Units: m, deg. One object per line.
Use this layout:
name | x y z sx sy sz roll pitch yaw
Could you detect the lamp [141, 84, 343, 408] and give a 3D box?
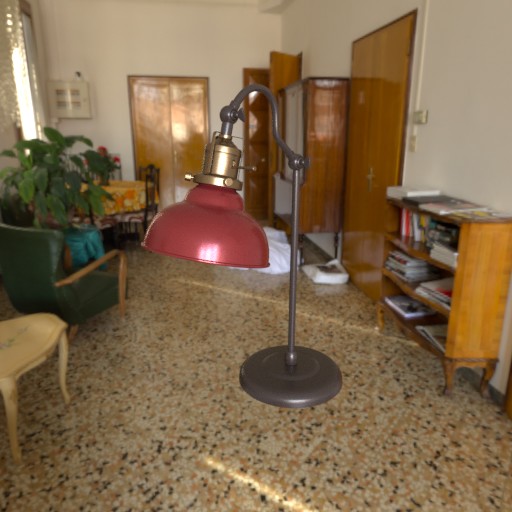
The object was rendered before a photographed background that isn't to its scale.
lamp | 0.000 0.000 0.699 0.192 0.508 0.374 15 22 43
